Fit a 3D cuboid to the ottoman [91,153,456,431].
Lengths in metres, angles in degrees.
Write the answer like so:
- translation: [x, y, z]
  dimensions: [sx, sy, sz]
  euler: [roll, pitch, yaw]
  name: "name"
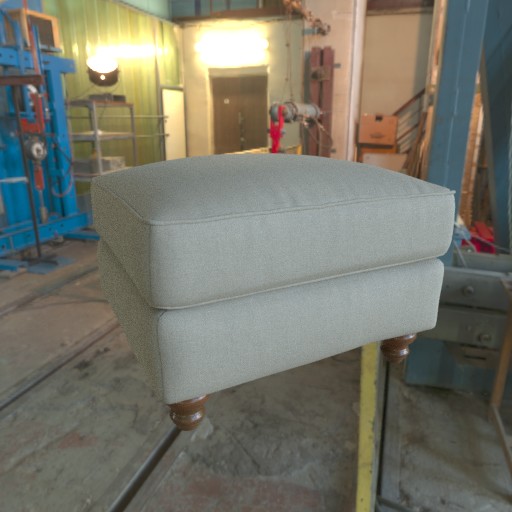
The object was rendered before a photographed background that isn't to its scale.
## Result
- translation: [0.000, 0.000, 1.139]
  dimensions: [0.716, 0.505, 0.662]
  euler: [-9, 19, -26]
  name: "ottoman"
